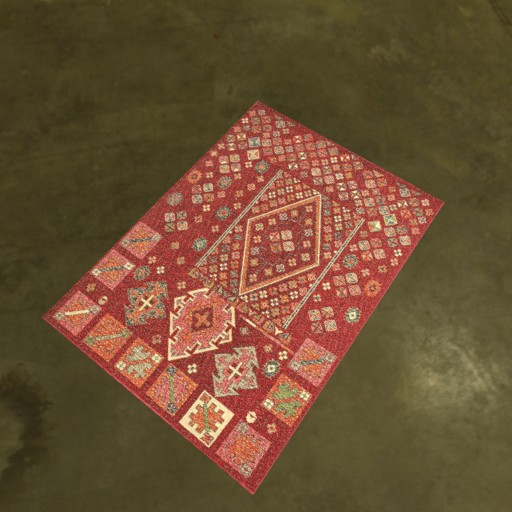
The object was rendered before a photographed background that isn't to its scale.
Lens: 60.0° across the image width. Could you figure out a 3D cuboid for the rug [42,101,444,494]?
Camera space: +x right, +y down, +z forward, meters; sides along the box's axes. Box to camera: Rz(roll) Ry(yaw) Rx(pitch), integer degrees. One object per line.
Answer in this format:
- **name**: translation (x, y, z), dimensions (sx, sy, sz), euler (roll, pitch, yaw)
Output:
- **rug**: translation (0.000, 0.000, 2.838), dimensions (1.579, 0.007, 2.184), euler (33, 68, 15)
